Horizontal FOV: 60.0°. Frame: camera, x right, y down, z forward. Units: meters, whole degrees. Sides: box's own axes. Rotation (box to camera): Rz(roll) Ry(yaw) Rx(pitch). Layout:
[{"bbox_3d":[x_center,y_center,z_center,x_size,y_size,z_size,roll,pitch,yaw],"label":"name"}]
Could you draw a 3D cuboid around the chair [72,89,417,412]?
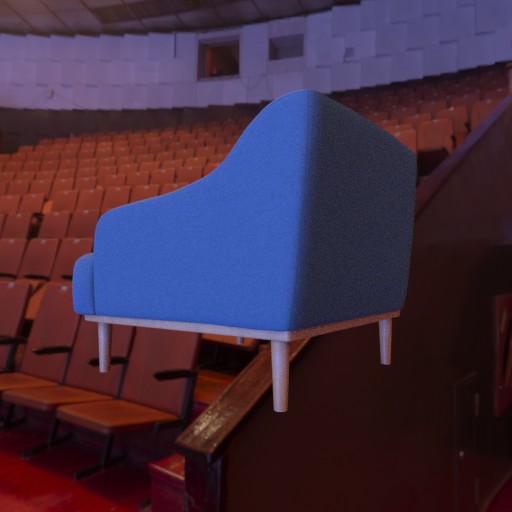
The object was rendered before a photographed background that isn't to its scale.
[{"bbox_3d":[0.000,0.000,1.641,0.951,0.818,0.946,-1,-2,38],"label":"chair"}]
